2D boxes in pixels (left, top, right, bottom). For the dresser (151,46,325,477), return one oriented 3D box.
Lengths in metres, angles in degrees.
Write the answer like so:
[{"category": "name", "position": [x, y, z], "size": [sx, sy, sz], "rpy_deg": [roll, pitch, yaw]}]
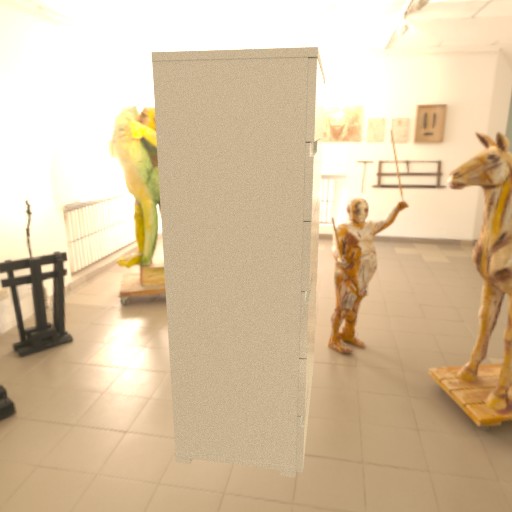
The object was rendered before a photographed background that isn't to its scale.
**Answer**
[{"category": "dresser", "position": [0.000, 0.000, 1.508], "size": [0.400, 1.190, 0.650], "rpy_deg": [3, 16, 10]}]
